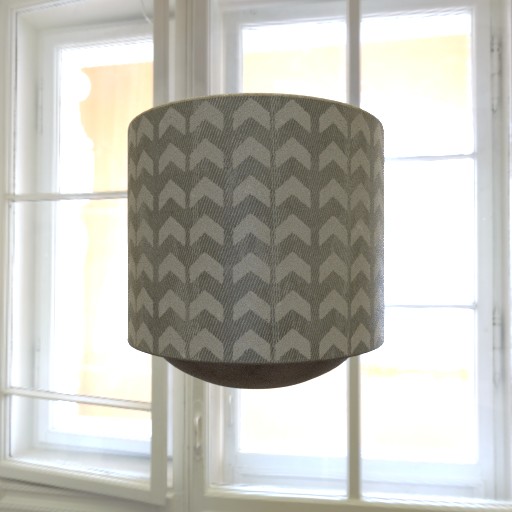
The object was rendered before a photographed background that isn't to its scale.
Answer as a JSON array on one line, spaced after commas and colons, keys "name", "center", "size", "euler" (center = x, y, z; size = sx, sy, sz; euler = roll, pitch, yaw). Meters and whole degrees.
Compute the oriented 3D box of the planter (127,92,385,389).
[{"name": "planter", "center": [0.000, 0.000, 0.448], "size": [0.250, 0.239, 0.250], "euler": [0, 0, 0]}]
